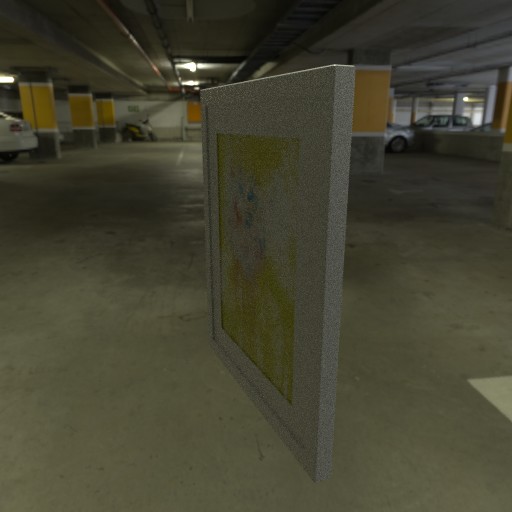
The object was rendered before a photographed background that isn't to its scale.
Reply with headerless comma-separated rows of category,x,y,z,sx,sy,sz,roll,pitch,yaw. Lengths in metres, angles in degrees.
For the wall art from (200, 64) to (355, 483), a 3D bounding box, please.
wall art,0.000,0.000,0.757,0.028,0.556,0.454,-8,19,-24
